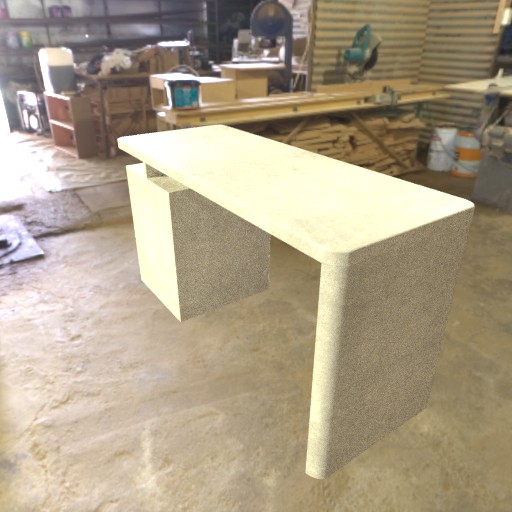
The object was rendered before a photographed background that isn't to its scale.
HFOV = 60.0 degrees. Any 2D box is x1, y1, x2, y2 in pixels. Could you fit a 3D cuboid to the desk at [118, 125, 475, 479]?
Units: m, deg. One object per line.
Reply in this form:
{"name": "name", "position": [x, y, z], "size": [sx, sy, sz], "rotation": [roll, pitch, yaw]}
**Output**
{"name": "desk", "position": [0.000, 0.000, 1.772], "size": [0.550, 0.755, 1.400], "rotation": [-18, 32, -31]}
